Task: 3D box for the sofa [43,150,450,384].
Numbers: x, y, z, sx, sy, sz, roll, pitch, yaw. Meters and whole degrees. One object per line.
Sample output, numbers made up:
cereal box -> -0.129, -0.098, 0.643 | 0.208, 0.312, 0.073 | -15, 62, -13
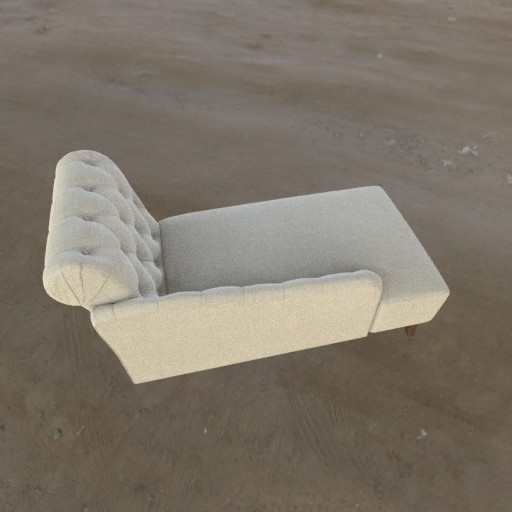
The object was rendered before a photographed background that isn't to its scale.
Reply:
sofa -> 0.000, 0.000, 1.778 | 1.379, 0.787, 0.675 | -10, 48, -9
